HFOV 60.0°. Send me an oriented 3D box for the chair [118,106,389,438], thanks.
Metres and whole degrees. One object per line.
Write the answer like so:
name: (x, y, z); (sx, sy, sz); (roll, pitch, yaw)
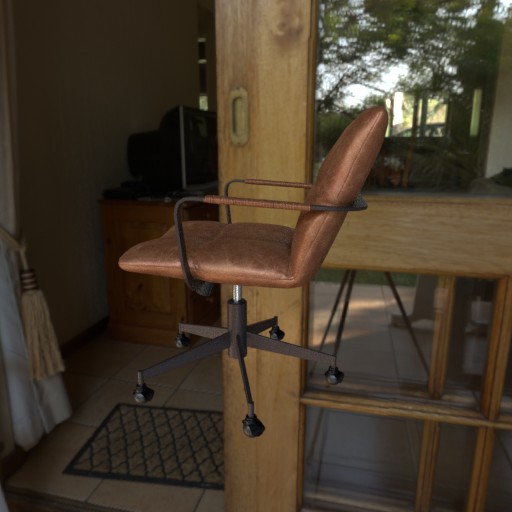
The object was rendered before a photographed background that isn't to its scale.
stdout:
chair: (0.000, 0.000, 1.502); (0.754, 0.922, 0.727); (2, 14, 8)
